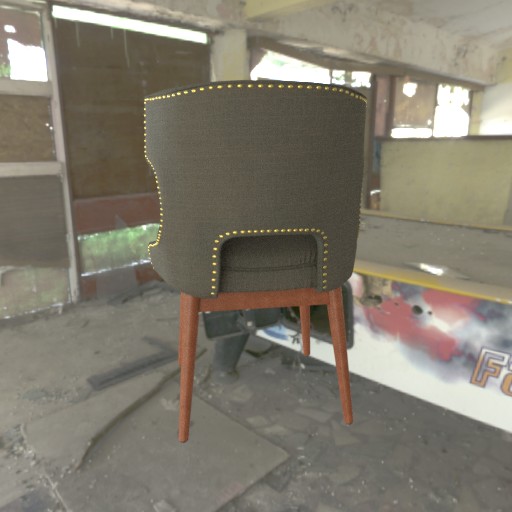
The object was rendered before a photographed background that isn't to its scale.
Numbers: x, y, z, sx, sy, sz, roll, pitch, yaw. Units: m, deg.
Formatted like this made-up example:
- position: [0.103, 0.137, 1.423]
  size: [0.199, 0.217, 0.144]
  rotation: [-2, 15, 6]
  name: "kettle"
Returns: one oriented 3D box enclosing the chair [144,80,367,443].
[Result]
- position: [0.000, 0.000, 1.249]
  size: [0.595, 0.863, 0.581]
  rotation: [-2, 14, -9]
  name: "chair"
